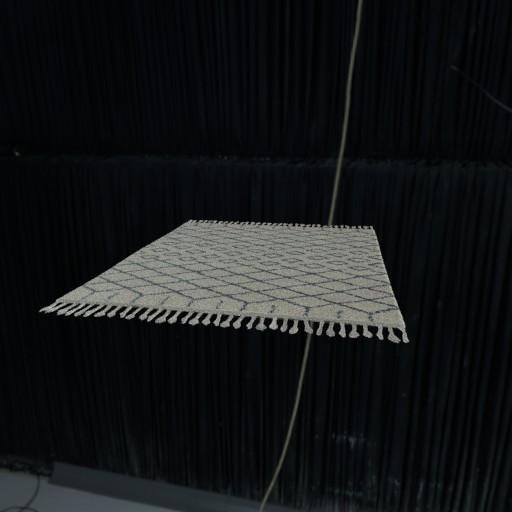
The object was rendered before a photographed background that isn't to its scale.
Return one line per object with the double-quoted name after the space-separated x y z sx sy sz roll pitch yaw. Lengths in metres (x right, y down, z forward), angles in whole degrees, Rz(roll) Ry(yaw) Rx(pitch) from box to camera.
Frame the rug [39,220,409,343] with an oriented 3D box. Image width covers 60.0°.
0.000 0.000 4.253 2.388 0.030 3.213 3 16 10 "rug"
